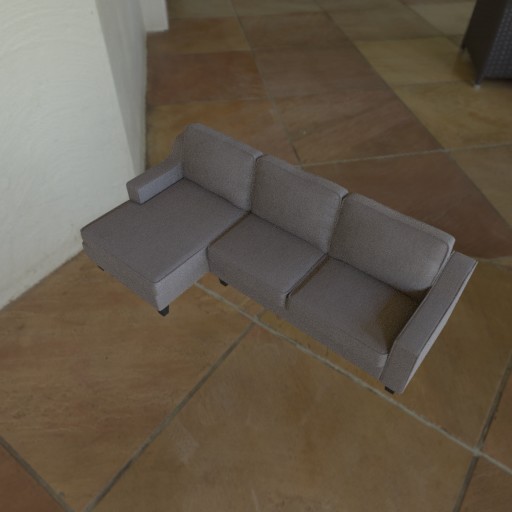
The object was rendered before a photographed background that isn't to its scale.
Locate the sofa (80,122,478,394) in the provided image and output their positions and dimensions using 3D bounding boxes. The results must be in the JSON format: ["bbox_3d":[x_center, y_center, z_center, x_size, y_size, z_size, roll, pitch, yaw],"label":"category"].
[{"bbox_3d":[0.000,0.000,3.191,2.561,0.928,1.294,30,53,26],"label":"sofa"}]
